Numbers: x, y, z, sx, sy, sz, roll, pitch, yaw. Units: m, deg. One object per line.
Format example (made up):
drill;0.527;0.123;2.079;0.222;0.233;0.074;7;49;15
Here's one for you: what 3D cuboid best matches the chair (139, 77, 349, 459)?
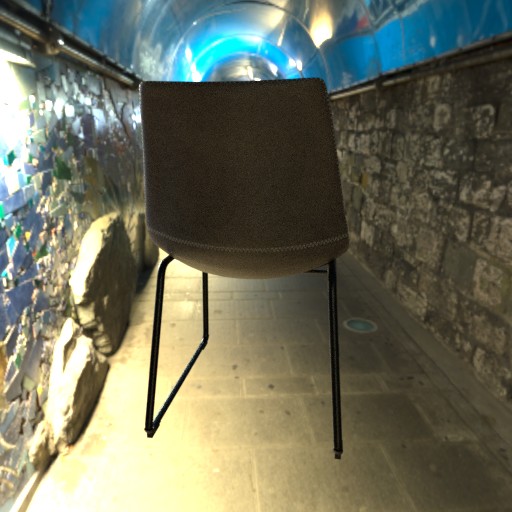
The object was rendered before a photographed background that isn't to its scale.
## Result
chair;0.000;0.000;1.117;0.460;0.780;0.550;3;16;9
